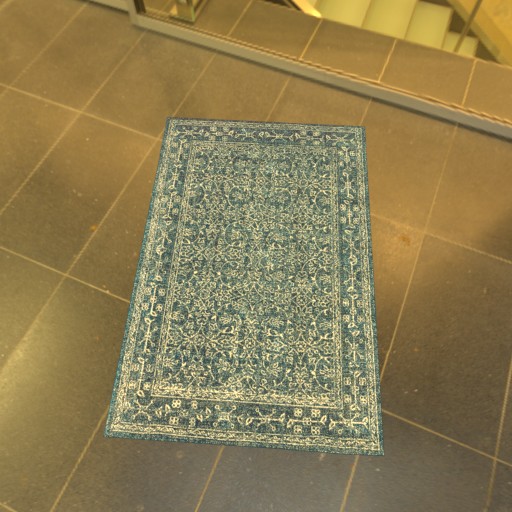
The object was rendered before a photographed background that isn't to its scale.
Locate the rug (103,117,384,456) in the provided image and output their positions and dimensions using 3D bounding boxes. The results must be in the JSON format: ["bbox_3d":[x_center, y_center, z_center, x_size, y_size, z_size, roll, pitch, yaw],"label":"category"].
[{"bbox_3d":[0.000,0.000,2.287,1.200,0.005,1.819,3,64,2],"label":"rug"}]
